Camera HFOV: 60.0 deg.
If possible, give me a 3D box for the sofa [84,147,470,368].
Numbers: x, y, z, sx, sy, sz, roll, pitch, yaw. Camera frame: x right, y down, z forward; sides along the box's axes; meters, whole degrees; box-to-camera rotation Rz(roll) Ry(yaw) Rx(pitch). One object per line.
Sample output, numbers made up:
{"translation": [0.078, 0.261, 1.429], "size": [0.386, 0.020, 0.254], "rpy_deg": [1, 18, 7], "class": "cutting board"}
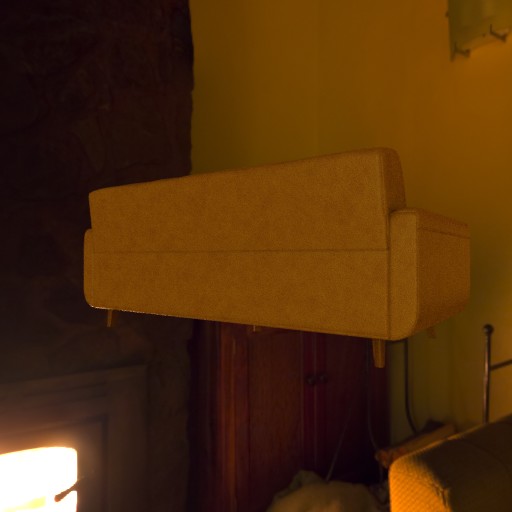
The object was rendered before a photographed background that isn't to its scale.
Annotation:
{"translation": [0.000, 0.000, 2.605], "size": [2.137, 0.892, 0.980], "rpy_deg": [0, 0, 36], "class": "sofa"}
